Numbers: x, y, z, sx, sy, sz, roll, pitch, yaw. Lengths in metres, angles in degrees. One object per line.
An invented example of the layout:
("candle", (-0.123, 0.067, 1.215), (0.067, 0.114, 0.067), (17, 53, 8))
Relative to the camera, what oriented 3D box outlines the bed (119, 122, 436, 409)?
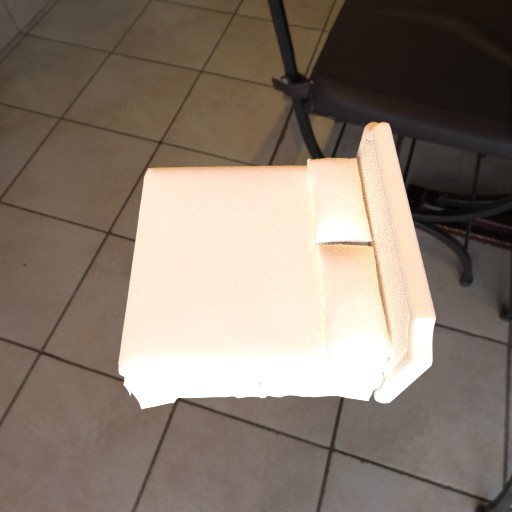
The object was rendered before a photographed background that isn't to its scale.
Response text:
("bed", (0.000, 0.000, 3.679), (2.204, 1.301, 2.160), (-1, 60, -1))
